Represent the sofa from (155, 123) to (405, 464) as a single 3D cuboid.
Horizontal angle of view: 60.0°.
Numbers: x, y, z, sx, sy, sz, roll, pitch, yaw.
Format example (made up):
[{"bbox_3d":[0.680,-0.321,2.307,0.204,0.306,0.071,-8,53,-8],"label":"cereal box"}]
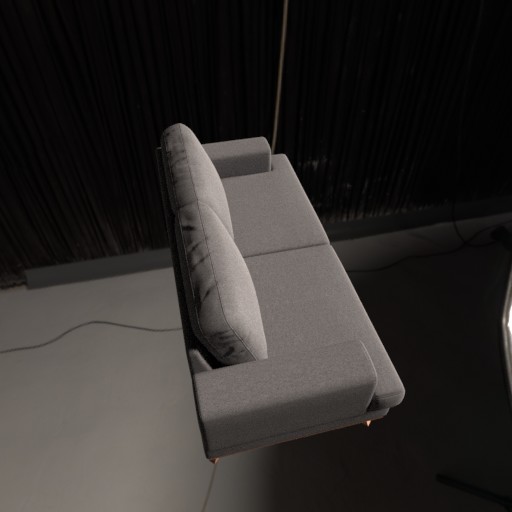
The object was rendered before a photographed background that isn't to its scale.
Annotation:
[{"bbox_3d":[0.000,0.000,2.140,0.785,0.810,1.650,-10,47,-9],"label":"sofa"}]
